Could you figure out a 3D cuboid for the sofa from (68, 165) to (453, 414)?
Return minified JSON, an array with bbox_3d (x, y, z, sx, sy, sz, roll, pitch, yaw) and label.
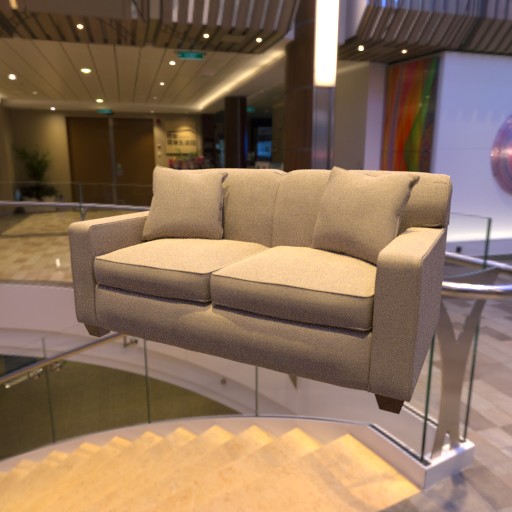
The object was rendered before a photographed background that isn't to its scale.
[{"bbox_3d":[0.000,0.000,2.419,1.846,0.958,0.998,7,14,27],"label":"sofa"}]
